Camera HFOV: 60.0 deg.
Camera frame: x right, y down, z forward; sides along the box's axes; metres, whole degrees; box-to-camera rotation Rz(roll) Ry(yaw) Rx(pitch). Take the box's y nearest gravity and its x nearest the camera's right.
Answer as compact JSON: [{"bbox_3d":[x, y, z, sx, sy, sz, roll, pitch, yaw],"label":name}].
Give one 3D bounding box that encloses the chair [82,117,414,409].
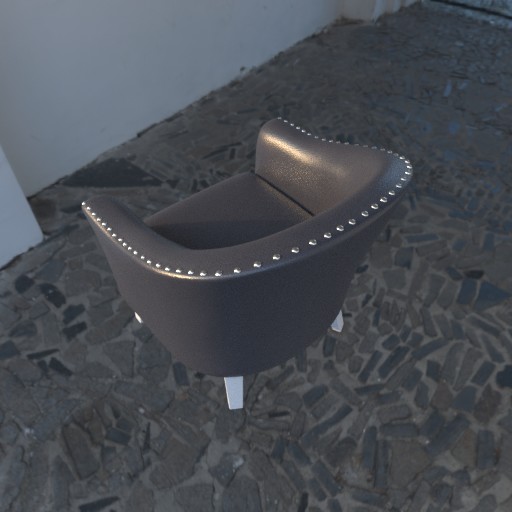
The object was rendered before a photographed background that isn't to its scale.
[{"bbox_3d":[0.000,0.000,1.451,0.794,0.823,0.748,-31,54,-26],"label":"chair"}]
